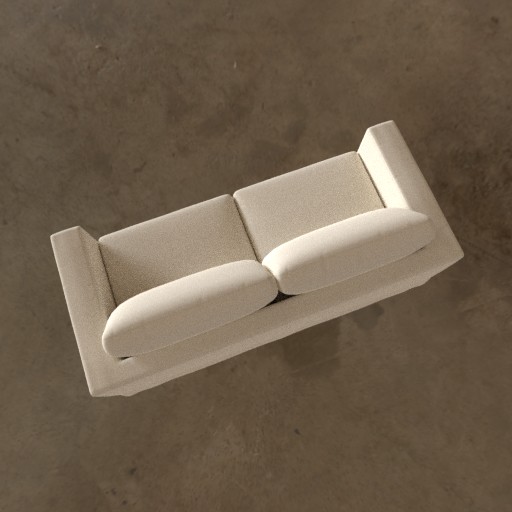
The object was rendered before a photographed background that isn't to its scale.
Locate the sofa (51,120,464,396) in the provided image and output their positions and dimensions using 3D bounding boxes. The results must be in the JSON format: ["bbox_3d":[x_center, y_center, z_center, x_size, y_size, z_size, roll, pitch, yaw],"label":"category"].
[{"bbox_3d":[0.000,0.000,2.671,2.163,0.881,0.954,-20,75,-6],"label":"sofa"}]
